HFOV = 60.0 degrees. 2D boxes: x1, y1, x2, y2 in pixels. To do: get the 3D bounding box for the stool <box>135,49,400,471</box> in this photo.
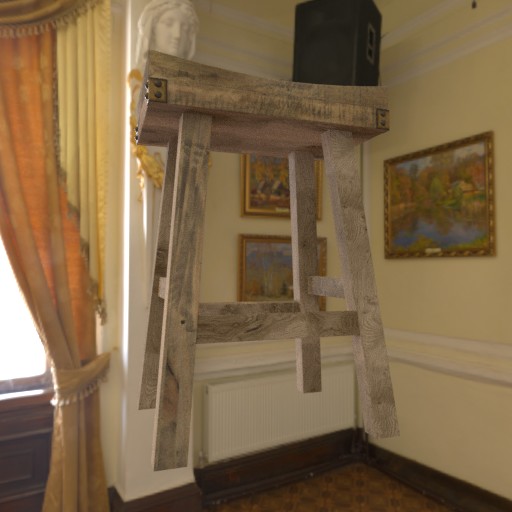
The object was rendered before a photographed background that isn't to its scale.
[{"bbox_3d":[0.000,0.000,0.873,0.450,0.635,0.330,1,-2,-19],"label":"stool"}]
